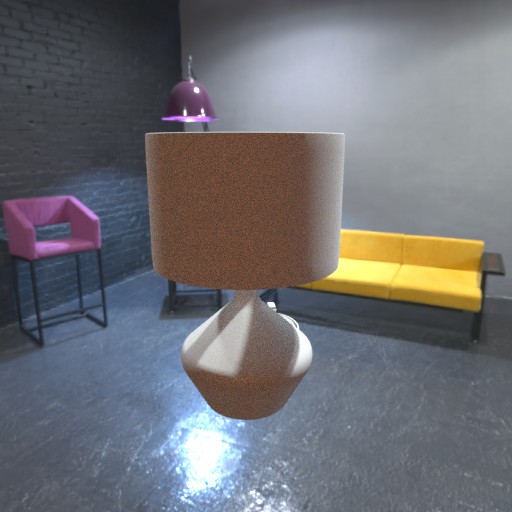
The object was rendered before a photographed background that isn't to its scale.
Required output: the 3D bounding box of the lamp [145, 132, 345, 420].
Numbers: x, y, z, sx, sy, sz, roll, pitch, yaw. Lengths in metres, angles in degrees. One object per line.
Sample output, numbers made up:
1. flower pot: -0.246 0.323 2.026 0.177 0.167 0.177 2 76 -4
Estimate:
1. lamp: 0.000 0.000 0.870 0.401 0.457 0.546 8 16 28
